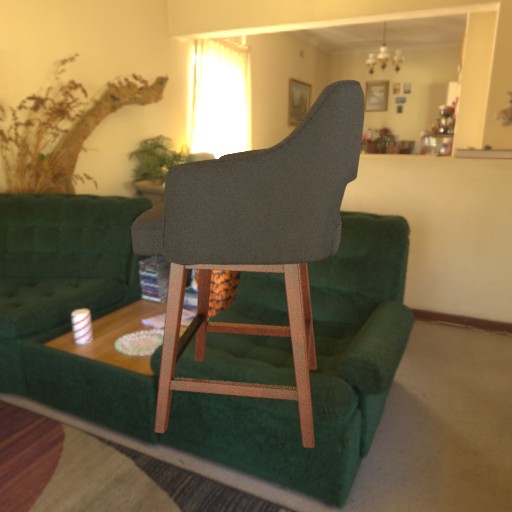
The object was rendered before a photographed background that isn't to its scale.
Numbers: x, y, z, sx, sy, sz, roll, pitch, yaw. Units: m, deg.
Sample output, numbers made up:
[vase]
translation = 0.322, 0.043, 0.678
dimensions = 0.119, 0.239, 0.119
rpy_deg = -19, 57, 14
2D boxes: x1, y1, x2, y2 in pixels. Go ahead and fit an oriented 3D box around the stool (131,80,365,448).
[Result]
[stool]
translation = 0.000, 0.000, 1.269
dimensions = 0.558, 0.912, 0.548
rpy_deg = 2, 15, 8
